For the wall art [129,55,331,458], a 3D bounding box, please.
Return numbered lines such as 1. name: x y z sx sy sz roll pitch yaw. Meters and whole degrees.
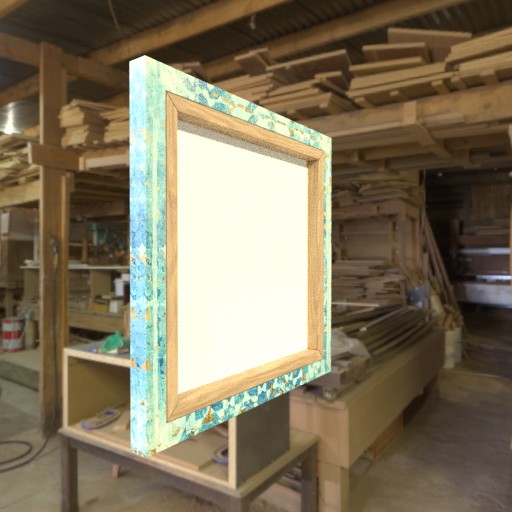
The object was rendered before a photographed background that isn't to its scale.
1. wall art: 0.000 0.000 0.924 0.040 0.609 0.609 0 1 37
